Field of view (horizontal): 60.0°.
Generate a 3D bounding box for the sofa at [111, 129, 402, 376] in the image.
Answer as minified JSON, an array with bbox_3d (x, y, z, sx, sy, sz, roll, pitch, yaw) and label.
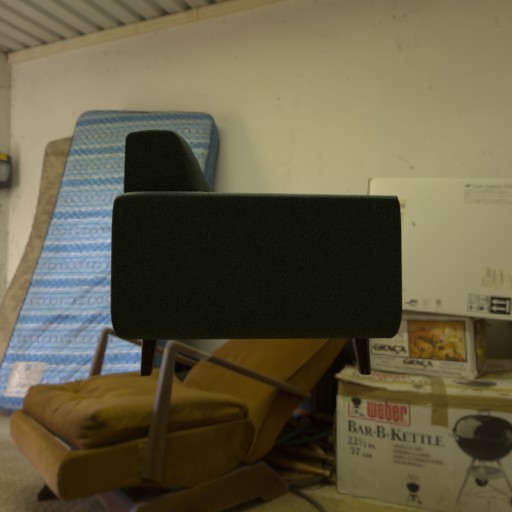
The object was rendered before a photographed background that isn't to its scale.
[{"bbox_3d":[0.000,0.000,2.145,0.909,0.841,1.631,0,-1,-1],"label":"sofa"}]
